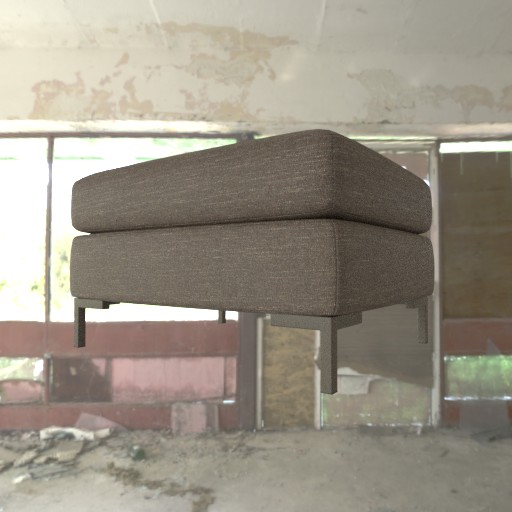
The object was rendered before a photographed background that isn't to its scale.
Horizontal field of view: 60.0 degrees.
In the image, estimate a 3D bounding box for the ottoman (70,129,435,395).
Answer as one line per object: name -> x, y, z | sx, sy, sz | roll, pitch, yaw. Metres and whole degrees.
ottoman -> 0.000, 0.000, 1.232 | 0.820, 0.490, 0.671 | -1, -1, 35
